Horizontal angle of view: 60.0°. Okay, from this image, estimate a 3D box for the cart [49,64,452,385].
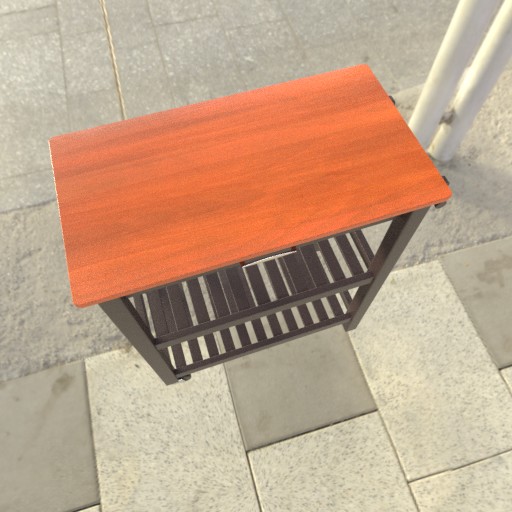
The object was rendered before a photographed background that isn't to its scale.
[{"bbox_3d":[0.000,0.000,1.436,0.899,0.927,0.457,-16,63,-9],"label":"cart"}]
